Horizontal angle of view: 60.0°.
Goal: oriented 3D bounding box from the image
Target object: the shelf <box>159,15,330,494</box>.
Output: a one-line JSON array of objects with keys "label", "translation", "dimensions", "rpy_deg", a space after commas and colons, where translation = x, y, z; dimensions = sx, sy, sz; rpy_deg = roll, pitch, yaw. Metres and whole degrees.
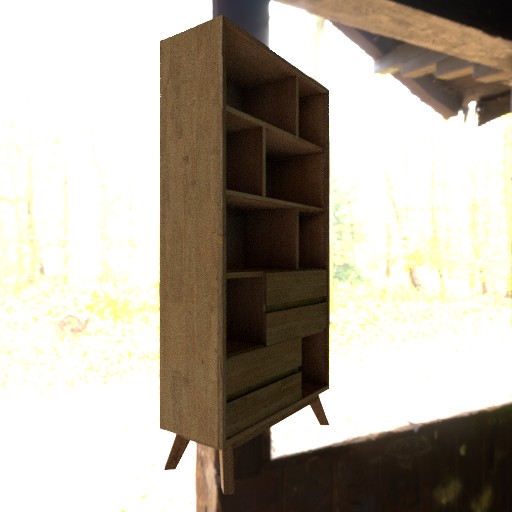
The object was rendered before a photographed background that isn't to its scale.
[{"label": "shelf", "translation": [0.000, 0.000, 1.735], "dimensions": [0.308, 1.471, 0.748], "rpy_deg": [0, 0, 35]}]
